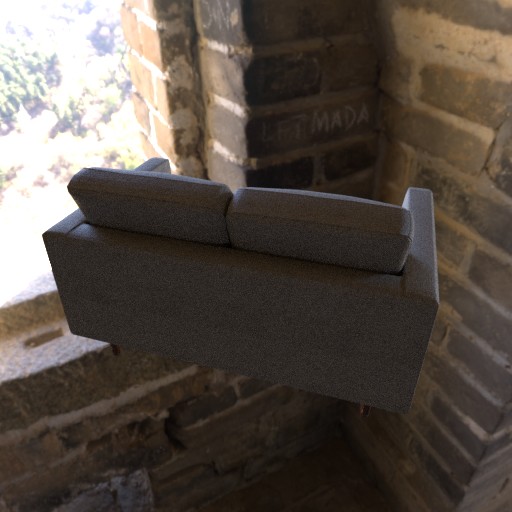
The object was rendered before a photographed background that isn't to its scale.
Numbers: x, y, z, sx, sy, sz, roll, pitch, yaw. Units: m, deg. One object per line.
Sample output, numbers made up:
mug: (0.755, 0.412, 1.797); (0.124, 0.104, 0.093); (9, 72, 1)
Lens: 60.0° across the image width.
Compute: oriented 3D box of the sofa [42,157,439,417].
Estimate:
sofa: (0.000, 0.000, 2.125); (1.527, 0.973, 0.969); (10, 34, 14)
